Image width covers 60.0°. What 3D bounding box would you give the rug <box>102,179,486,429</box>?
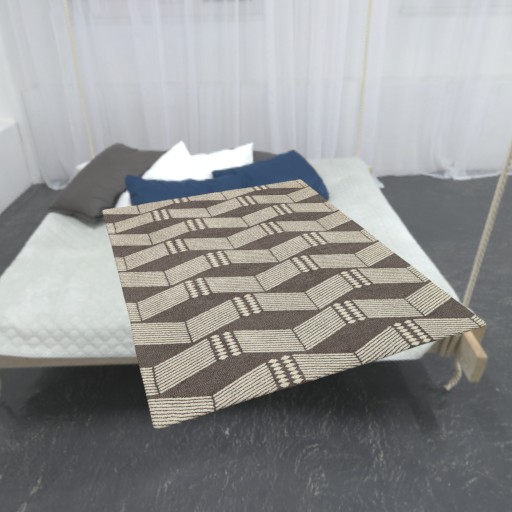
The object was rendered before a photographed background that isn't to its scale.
[{"bbox_3d":[0.000,0.000,4.062,2.438,0.016,3.048,-12,33,-18],"label":"rug"}]
